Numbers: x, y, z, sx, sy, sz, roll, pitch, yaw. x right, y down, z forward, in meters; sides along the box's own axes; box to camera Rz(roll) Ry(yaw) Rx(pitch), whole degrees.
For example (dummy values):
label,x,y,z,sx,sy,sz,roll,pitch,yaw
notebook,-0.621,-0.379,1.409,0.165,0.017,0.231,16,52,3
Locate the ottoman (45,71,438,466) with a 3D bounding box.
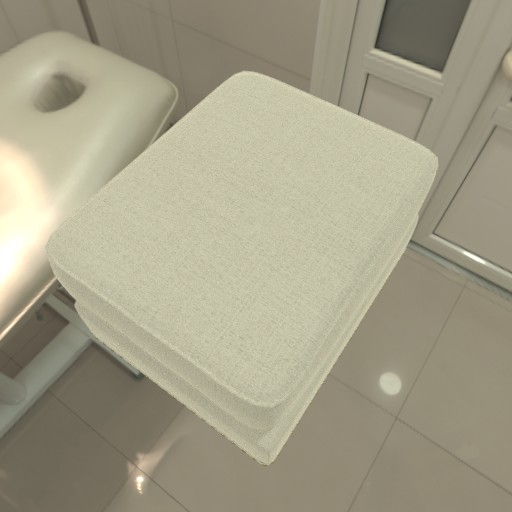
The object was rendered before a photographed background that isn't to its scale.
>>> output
label,x,y,z,sx,sy,sz,roll,pitch,yaw
ottoman,0.000,0.000,1.107,0.589,0.537,0.738,31,63,18
